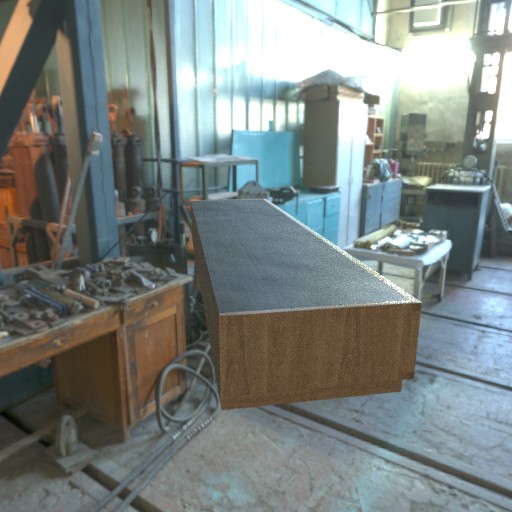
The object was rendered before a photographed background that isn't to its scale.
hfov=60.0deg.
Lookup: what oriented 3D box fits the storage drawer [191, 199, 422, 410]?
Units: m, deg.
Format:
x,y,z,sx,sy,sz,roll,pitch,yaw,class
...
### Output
x,y,z,sx,sy,sz,roll,pitch,yaw,class
0.000,0.000,2.091,0.538,0.264,2.032,-3,15,-10,storage drawer
